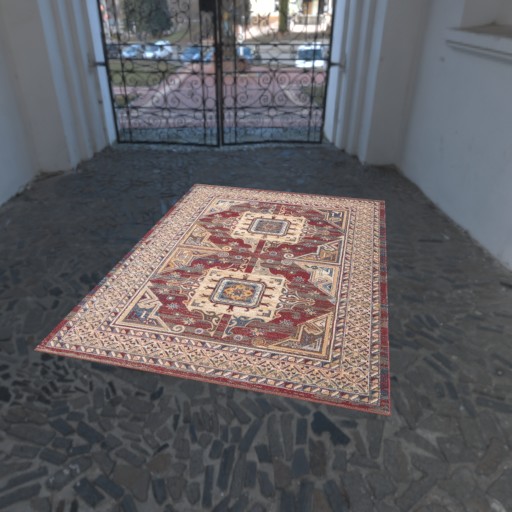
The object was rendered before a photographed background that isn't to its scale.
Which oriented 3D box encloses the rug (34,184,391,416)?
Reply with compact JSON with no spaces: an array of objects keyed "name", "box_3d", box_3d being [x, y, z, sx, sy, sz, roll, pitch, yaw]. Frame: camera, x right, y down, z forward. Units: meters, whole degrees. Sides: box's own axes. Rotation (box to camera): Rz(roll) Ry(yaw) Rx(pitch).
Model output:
[{"name":"rug","box_3d":[0.000,0.000,4.159,2.381,0.013,3.197,7,31,12]}]
